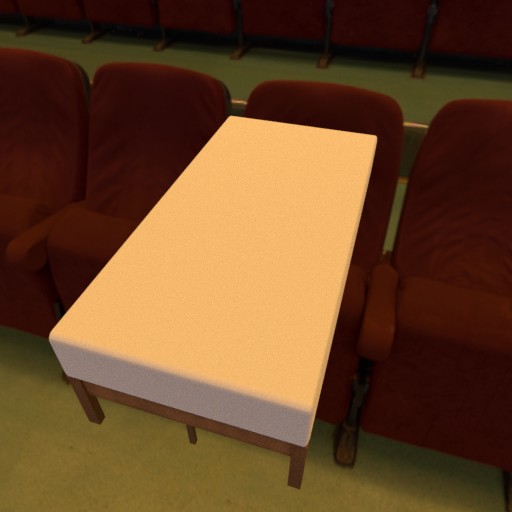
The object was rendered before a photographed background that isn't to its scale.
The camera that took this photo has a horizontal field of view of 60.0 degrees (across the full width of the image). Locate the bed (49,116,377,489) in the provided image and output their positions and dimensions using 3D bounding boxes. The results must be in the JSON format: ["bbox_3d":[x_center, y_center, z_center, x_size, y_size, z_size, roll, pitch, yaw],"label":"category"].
[{"bbox_3d":[0.000,0.000,2.325,0.961,0.616,1.902,12,43,13],"label":"bed"}]
